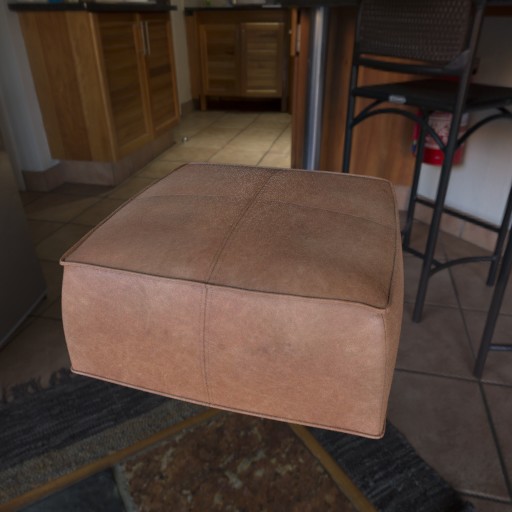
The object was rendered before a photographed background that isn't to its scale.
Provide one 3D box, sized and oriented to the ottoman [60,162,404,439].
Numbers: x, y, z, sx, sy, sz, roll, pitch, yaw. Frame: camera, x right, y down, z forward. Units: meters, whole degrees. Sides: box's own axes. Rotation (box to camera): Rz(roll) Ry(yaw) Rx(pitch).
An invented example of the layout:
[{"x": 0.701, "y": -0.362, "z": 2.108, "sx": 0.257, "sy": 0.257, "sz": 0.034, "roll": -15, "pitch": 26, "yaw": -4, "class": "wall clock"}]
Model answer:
[{"x": 0.000, "y": 0.000, "z": 1.401, "sx": 0.901, "sy": 0.395, "sz": 0.902, "roll": 8, "pitch": 31, "yaw": 13, "class": "ottoman"}]
